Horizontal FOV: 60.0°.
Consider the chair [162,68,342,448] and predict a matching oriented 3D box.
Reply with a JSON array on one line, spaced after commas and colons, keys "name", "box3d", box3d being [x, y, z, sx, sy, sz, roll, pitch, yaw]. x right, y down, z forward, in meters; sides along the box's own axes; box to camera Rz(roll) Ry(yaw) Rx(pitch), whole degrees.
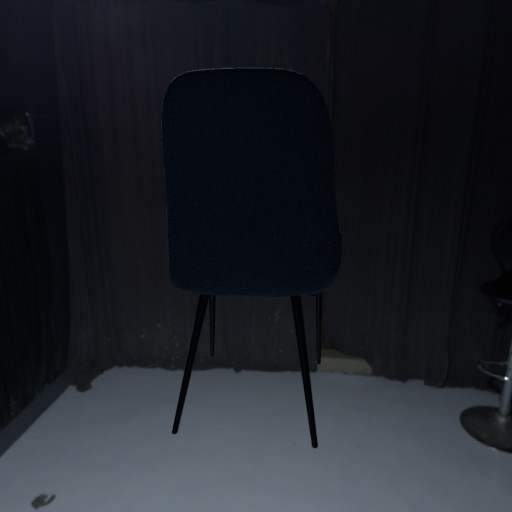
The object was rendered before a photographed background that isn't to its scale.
[{"name": "chair", "box3d": [0.000, 0.000, 1.233, 0.478, 0.896, 0.559, 2, 15, 8]}]
